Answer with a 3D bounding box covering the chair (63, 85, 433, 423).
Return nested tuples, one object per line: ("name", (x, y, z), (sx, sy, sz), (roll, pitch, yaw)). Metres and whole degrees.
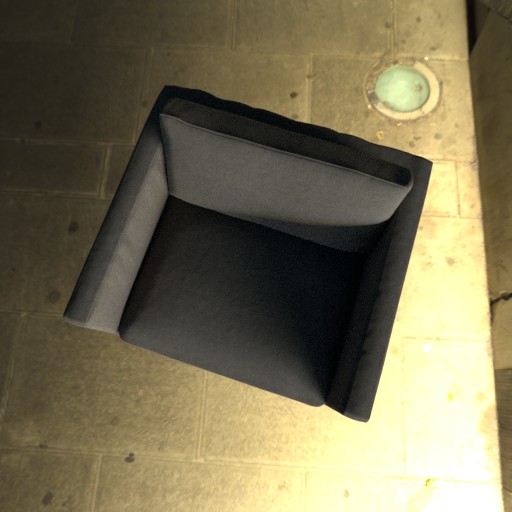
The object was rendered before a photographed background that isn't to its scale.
("chair", (0.000, 0.000, 1.746), (1.057, 0.863, 0.949), (18, 77, 4))
